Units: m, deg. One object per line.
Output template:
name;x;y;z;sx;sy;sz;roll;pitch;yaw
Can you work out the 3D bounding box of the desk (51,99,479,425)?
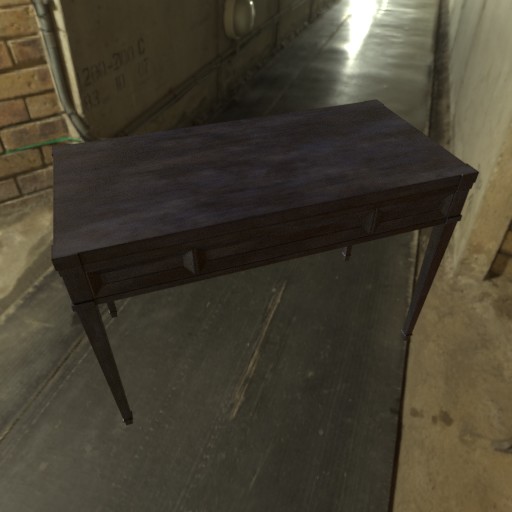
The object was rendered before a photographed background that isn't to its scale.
desk;0.000;0.000;1.759;1.289;0.861;0.630;-13;43;-14
